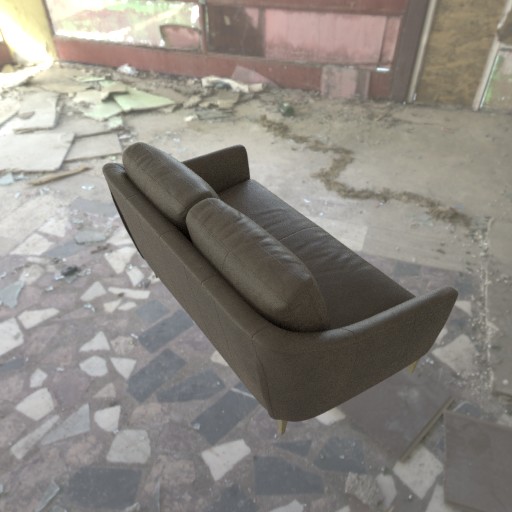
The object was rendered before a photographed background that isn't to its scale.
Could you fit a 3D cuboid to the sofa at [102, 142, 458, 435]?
[{"bbox_3d":[0.000,0.000,2.207,0.960,0.902,1.619,-25,46,-26],"label":"sofa"}]
